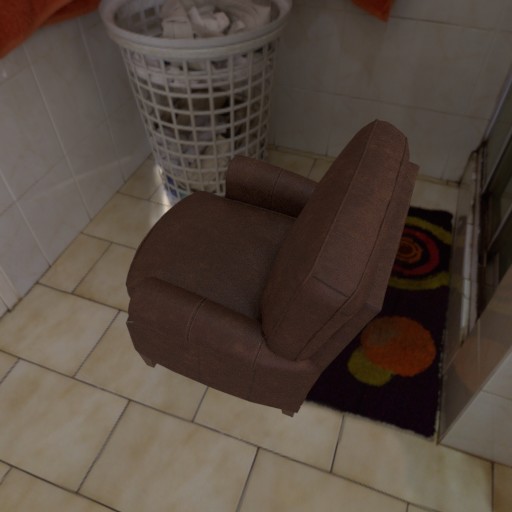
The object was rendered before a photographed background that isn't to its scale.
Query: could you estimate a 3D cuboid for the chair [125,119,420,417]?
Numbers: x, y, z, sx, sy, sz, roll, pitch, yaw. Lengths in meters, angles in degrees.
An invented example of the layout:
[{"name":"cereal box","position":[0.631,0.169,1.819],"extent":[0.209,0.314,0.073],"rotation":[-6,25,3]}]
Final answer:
[{"name":"chair","position":[0.000,0.000,1.744],"extent":[0.986,1.018,0.936],"rotation":[17,50,15]}]
